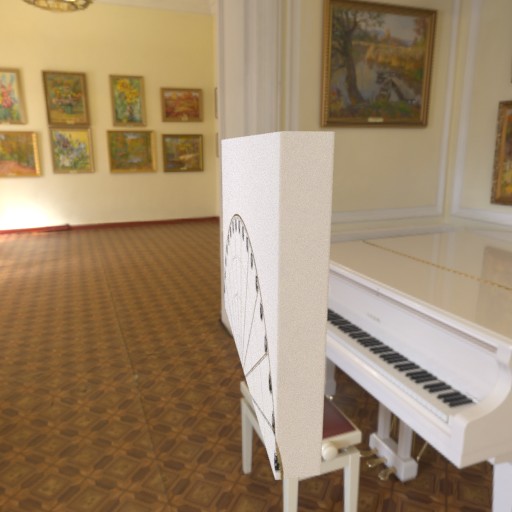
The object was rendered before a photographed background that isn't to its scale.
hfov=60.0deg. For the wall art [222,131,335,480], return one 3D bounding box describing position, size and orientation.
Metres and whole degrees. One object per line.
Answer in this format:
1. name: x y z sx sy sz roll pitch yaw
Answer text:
1. wall art: 0.000 0.000 0.491 0.039 0.254 0.384 -2 14 -9
